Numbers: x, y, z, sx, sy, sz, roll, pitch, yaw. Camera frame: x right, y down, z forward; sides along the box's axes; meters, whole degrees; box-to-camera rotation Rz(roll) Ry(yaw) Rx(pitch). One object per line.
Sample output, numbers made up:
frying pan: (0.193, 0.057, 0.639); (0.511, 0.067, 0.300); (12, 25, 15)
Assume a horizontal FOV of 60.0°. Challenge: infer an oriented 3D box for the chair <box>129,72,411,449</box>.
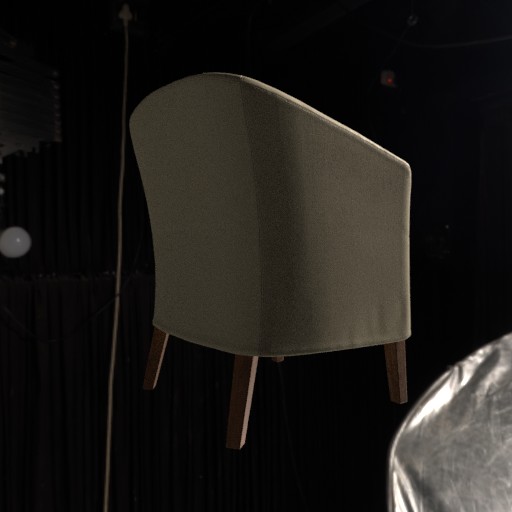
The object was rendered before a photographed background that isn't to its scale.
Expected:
chair: (0.000, 0.000, 1.304); (0.657, 0.822, 0.643); (-1, 1, -35)
